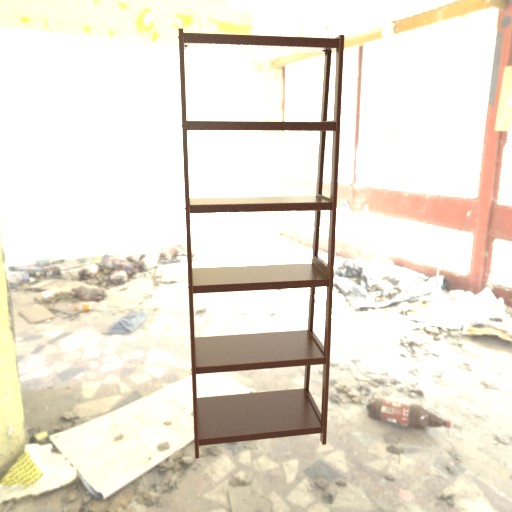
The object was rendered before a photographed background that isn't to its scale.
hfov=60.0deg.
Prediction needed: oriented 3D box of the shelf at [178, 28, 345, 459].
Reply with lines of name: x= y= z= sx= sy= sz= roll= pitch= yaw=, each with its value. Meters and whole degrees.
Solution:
shelf: x=0.000 y=0.000 z=2.134 sx=0.660 sy=1.892 sz=0.381 roll=-2 pitch=14 yaw=-9
